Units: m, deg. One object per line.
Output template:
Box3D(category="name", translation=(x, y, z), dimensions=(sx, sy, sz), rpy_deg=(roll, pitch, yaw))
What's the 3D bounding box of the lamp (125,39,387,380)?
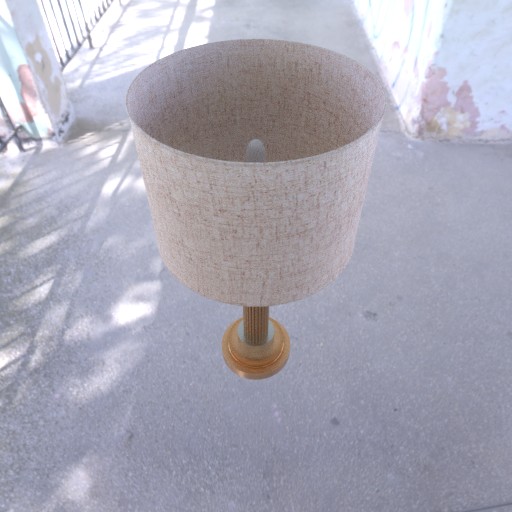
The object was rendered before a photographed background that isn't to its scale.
Box3D(category="lamp", translation=(0.000, 0.000, 0.777), dimensions=(0.321, 0.610, 0.321), rpy_deg=(2, 47, 2))
